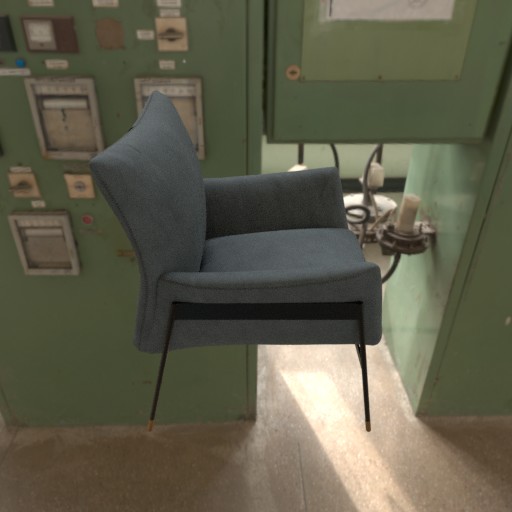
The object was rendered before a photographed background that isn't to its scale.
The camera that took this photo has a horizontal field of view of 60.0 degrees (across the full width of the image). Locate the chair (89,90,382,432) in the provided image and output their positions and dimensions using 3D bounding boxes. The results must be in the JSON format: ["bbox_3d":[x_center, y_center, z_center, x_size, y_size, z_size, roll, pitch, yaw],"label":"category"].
[{"bbox_3d":[0.000,0.000,1.386,0.709,0.858,0.678,0,32,0],"label":"chair"}]
